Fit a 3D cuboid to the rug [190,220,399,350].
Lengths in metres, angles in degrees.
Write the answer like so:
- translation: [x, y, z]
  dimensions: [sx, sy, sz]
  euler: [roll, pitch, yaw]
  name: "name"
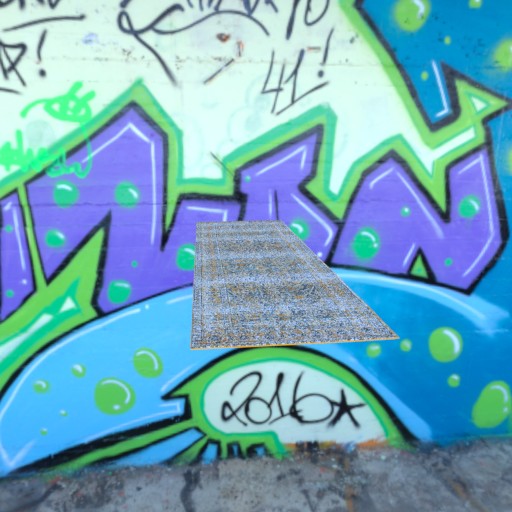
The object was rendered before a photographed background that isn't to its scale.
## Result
- translation: [0.000, 0.000, 2.564]
  dimensions: [0.704, 0.014, 2.294]
  euler: [-2, 15, -7]
  name: "rug"
